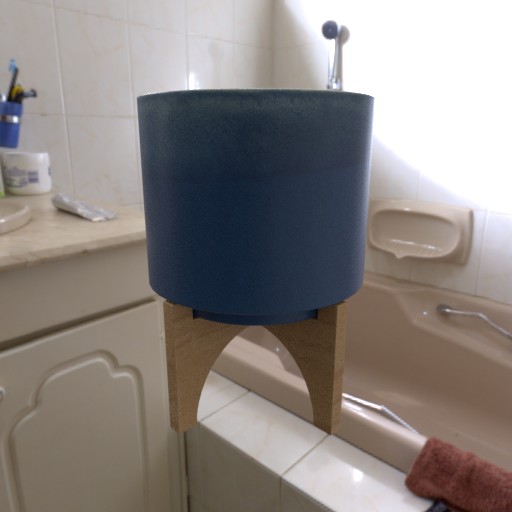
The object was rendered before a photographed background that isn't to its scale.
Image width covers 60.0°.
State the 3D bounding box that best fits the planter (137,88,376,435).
[{"bbox_3d":[0.000,0.000,0.549,0.261,0.367,0.261,0,15,0],"label":"planter"}]
